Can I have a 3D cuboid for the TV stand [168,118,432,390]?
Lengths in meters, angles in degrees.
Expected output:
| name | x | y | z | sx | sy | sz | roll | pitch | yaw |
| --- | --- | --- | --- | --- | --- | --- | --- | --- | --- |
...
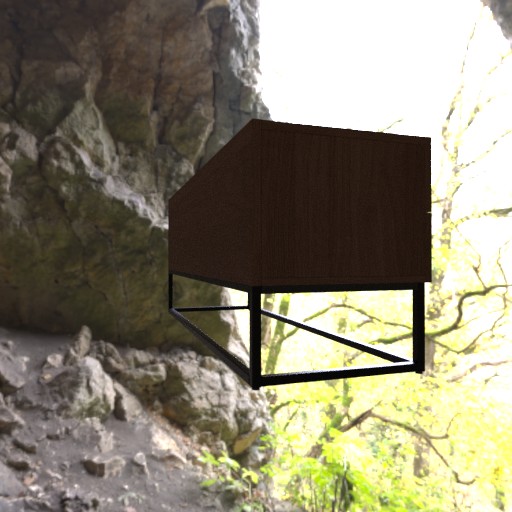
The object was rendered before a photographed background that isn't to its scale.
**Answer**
| name | x | y | z | sx | sy | sz | roll | pitch | yaw |
| --- | --- | --- | --- | --- | --- | --- | --- | --- | --- |
| TV stand | 0.000 | 0.000 | 1.446 | 0.415 | 0.500 | 1.200 | 0 | 0 | -18 |
